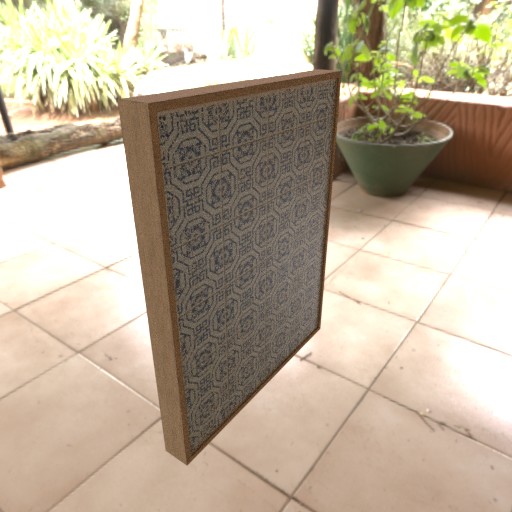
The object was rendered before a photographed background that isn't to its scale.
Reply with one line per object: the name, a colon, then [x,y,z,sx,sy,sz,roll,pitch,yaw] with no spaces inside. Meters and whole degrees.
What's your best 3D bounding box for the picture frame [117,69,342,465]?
picture frame: [0.000,0.000,0.714,0.046,0.526,0.421,18,33,31]
